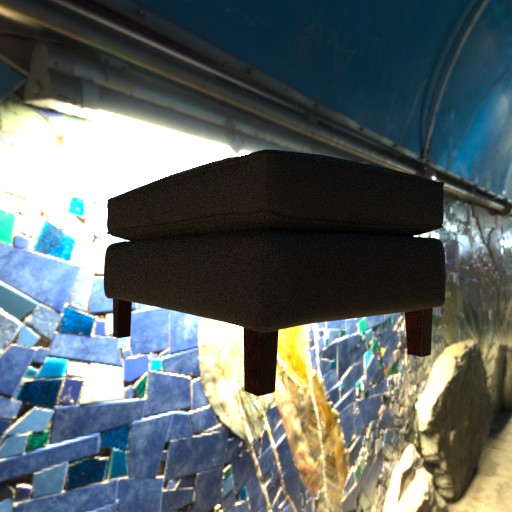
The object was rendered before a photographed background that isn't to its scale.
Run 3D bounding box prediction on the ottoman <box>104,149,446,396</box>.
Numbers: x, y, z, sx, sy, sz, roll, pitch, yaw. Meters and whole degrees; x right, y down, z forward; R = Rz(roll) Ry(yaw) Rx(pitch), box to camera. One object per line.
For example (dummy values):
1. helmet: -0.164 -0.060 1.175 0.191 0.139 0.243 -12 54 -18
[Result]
1. ottoman: 0.000 0.000 1.007 0.508 0.406 0.686 0 0 -37
